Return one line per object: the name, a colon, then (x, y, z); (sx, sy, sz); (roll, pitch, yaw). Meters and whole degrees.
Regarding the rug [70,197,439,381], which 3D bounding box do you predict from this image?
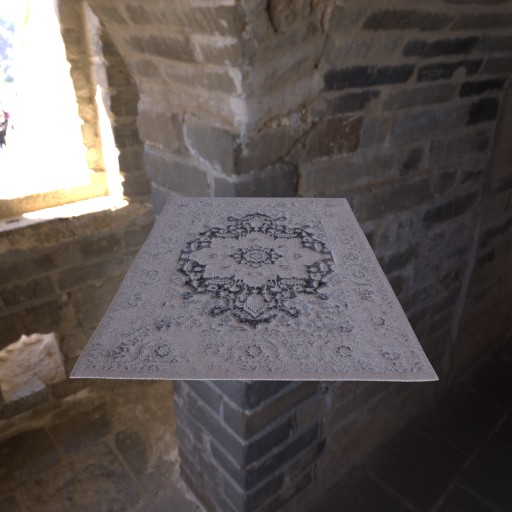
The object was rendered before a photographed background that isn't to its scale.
rug: (0.000, 0.000, 2.267); (1.223, 0.008, 1.813); (0, 27, 1)
